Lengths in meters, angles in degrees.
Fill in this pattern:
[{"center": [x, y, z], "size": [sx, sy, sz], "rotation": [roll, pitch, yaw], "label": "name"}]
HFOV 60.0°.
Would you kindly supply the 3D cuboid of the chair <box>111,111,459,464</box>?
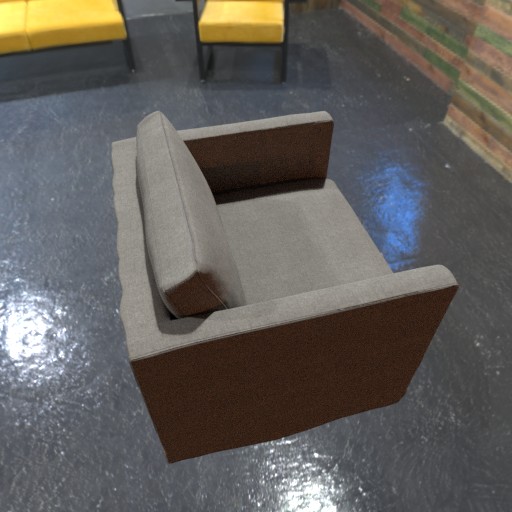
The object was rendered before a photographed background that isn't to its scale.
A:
[{"center": [0.000, 0.000, 1.686], "size": [0.949, 0.863, 1.057], "rotation": [-11, 47, -10], "label": "chair"}]
